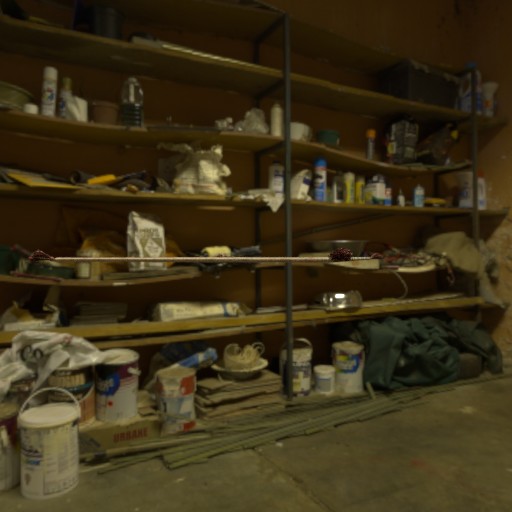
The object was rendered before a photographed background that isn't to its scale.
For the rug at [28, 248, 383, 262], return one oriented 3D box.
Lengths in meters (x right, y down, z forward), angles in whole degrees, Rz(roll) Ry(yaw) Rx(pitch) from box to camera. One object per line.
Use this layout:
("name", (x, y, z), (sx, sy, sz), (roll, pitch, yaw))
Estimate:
("rug", (0.000, 0.000, 3.333), (1.741, 0.066, 2.672), (0, 0, 18))
